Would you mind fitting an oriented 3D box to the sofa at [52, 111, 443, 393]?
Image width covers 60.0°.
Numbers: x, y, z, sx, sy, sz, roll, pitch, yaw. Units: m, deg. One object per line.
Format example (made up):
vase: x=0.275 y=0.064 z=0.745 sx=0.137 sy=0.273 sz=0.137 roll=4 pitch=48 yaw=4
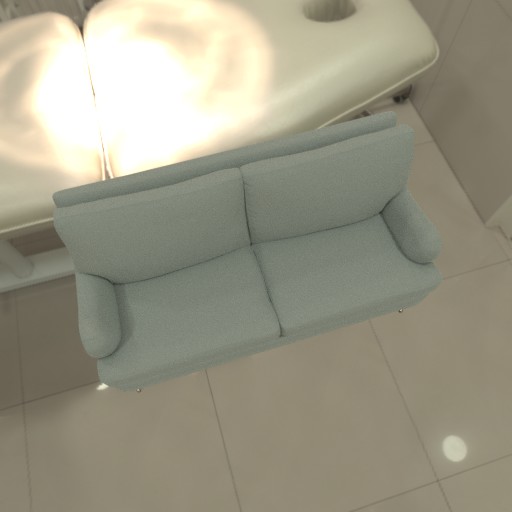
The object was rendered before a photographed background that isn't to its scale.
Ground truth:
sofa: x=0.000 y=0.000 z=2.830 sx=2.193 sy=1.096 sz=1.069 roll=-15 pitch=66 yaw=-7
